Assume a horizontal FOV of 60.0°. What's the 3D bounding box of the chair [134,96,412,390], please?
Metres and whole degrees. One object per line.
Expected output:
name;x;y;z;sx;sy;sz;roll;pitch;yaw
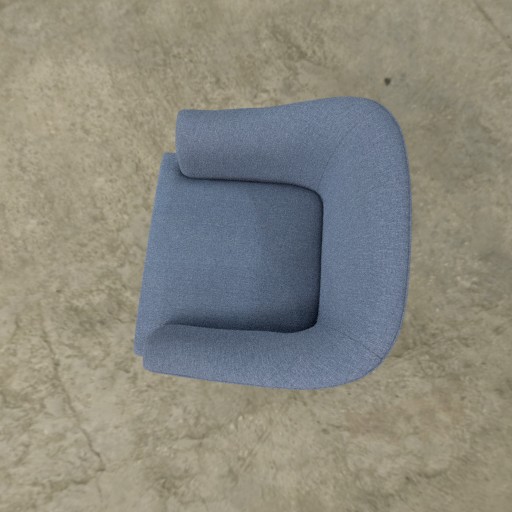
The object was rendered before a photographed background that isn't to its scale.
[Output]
chair;0.000;0.000;1.392;0.704;0.815;0.772;5;75;1
